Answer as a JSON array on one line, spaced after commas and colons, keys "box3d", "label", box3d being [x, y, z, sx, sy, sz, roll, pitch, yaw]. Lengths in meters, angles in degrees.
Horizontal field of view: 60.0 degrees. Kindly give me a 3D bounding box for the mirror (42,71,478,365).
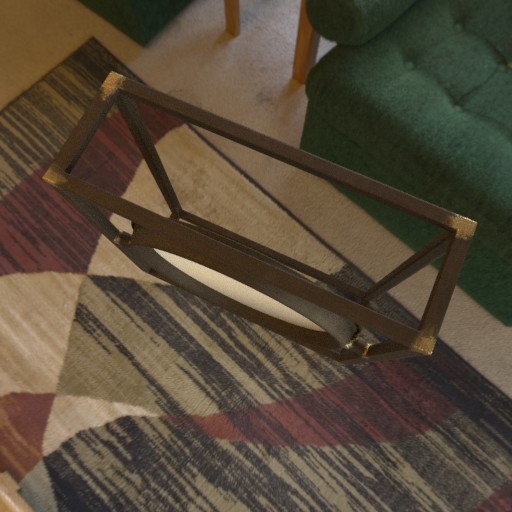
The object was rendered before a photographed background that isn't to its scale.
[{"box3d": [0.000, 0.000, 0.472, 0.306, 0.303, 0.107, 24, 76, 6], "label": "mirror"}]
